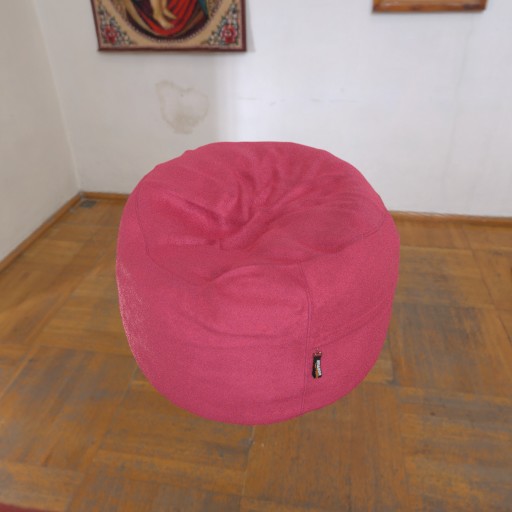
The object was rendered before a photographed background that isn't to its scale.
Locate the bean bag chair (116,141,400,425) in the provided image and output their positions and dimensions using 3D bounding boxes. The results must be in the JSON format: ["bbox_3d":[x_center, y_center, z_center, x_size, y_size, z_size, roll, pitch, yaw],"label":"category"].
[{"bbox_3d":[0.000,0.000,1.959,1.218,0.788,1.218,0,34,0],"label":"bean bag chair"}]
